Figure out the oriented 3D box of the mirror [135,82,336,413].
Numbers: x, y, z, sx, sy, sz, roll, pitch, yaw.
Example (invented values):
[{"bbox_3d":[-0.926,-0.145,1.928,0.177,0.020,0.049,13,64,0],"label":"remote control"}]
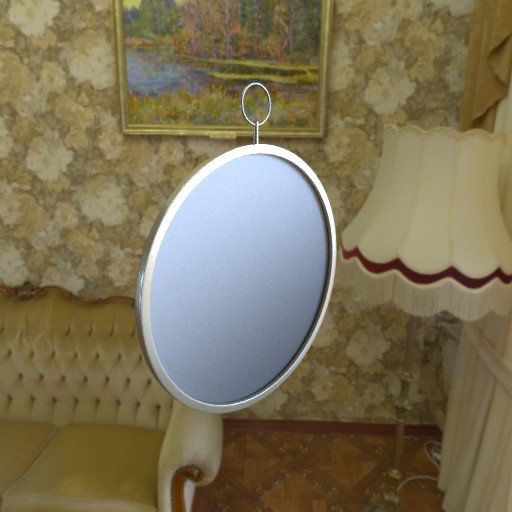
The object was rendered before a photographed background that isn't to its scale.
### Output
[{"bbox_3d":[0.000,0.000,0.971,0.020,0.713,0.594,14,20,43],"label":"mirror"}]
